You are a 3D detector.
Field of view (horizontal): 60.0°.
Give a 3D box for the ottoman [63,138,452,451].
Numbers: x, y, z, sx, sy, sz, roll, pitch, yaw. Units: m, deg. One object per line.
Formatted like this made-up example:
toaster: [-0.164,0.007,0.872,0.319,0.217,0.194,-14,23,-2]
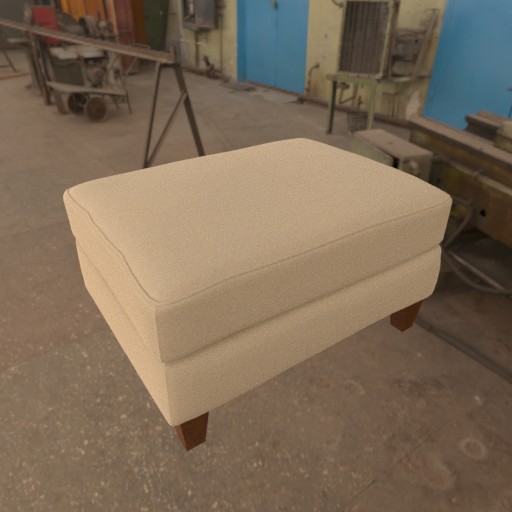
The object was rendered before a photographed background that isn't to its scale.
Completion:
ottoman: [0.000,0.000,1.215,0.818,0.485,0.634,-19,36,-29]
